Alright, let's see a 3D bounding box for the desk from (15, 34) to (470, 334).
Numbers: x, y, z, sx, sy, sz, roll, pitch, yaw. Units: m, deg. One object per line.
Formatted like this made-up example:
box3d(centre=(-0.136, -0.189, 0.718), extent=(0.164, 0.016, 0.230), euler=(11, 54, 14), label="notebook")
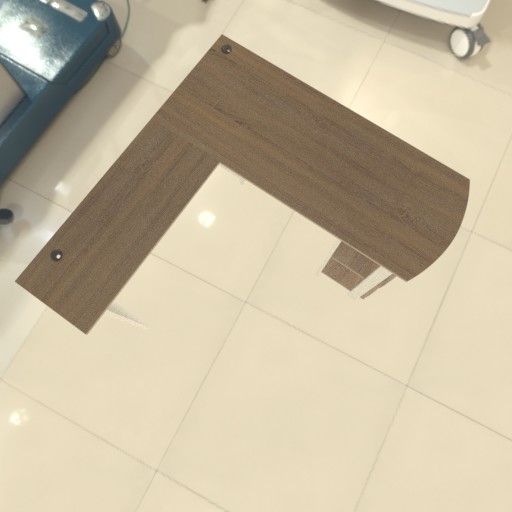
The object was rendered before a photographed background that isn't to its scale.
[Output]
box3d(centre=(0.000, 0.000, 2.083), extent=(1.303, 0.716, 1.361), euler=(34, 78, 8), label="desk")
